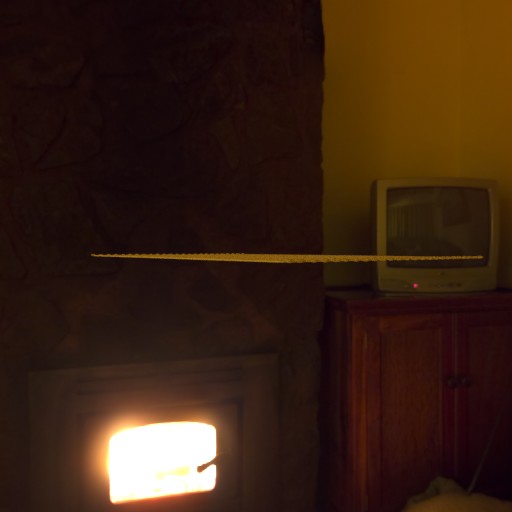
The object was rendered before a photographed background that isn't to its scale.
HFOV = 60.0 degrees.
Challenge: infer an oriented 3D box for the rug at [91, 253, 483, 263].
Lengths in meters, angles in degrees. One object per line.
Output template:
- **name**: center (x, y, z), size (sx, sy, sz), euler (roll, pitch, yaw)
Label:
- **rug**: center (0.000, 0.000, 2.358), size (1.162, 0.013, 1.875), euler (-1, 1, -37)
